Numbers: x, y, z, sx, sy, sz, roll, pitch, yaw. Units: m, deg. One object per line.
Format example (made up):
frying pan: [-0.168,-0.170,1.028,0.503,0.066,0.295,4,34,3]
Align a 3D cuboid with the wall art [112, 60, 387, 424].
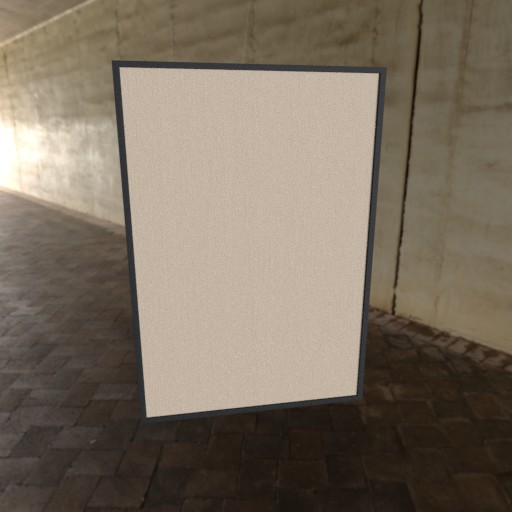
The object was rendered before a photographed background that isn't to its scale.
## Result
wall art: [0.000,0.000,0.821,0.457,0.657,0.013,-3,16,-10]
